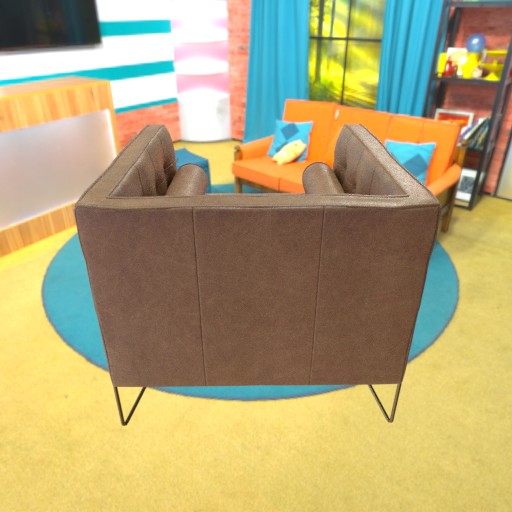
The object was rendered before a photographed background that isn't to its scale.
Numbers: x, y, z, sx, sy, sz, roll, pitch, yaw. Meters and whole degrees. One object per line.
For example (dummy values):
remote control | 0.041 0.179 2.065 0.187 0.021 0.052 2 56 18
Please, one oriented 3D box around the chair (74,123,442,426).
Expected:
chair | 0.000 0.000 1.638 0.920 0.797 0.912 0 30 -1
